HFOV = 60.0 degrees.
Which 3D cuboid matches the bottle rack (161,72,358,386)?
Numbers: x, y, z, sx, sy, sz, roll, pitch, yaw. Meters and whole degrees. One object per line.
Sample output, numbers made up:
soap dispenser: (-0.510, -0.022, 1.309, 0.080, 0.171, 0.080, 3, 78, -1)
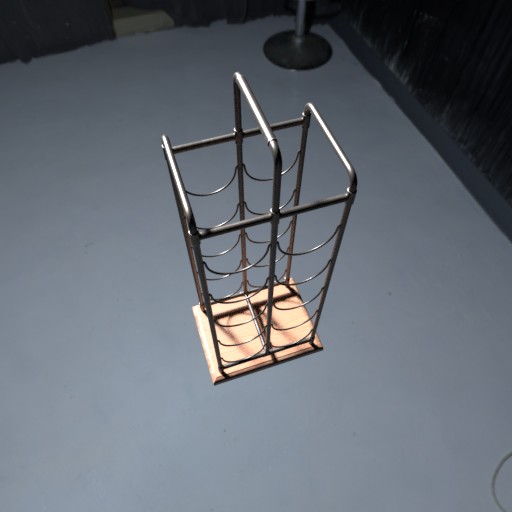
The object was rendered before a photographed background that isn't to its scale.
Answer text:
bottle rack: (0.000, 0.000, 0.828, 0.276, 0.680, 0.208, -16, 58, -10)
